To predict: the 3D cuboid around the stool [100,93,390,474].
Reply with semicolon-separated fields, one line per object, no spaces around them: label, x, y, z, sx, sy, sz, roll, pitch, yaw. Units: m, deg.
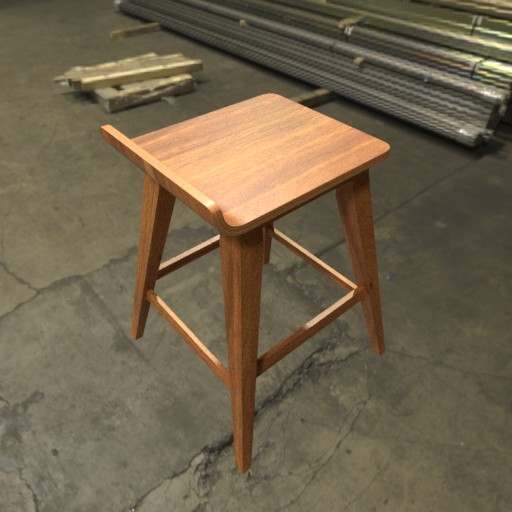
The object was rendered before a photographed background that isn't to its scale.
stool;0.000;0.000;1.014;0.500;0.650;0.500;-30;49;-29
